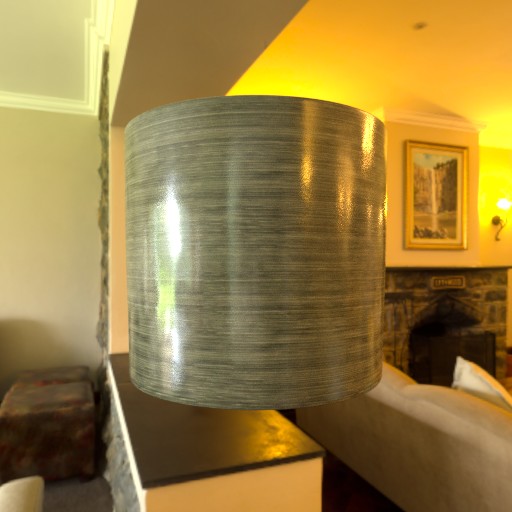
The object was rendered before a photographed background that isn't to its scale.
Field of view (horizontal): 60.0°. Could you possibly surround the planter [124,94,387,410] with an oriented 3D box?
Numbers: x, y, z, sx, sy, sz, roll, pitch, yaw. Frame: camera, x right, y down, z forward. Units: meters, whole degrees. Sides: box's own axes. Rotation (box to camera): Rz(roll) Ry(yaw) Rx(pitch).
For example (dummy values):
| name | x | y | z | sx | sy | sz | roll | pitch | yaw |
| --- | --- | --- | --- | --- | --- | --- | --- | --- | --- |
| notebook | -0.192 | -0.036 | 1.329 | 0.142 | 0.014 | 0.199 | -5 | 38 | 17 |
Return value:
| name | x | y | z | sx | sy | sz | roll | pitch | yaw |
| --- | --- | --- | --- | --- | --- | --- | --- | --- | --- |
| planter | 0.000 | 0.000 | 0.388 | 0.221 | 0.201 | 0.221 | 0 | -1 | 0 |
